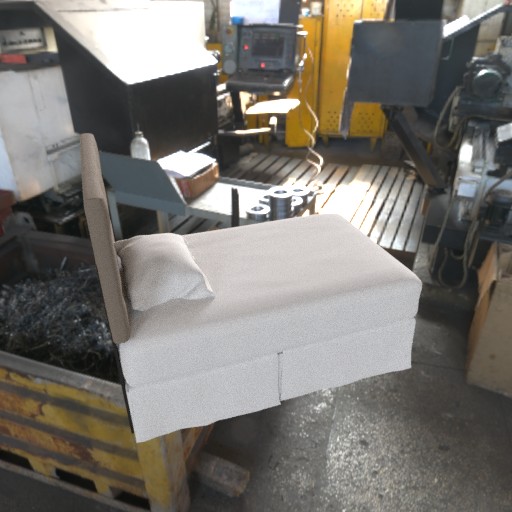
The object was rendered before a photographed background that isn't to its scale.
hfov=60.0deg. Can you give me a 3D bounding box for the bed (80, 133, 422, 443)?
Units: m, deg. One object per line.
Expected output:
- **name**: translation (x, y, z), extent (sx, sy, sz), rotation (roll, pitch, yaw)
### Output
- **bed**: translation (0.000, 0.000, 3.025), extent (1.997, 1.571, 1.261), rotation (-10, 32, -17)
